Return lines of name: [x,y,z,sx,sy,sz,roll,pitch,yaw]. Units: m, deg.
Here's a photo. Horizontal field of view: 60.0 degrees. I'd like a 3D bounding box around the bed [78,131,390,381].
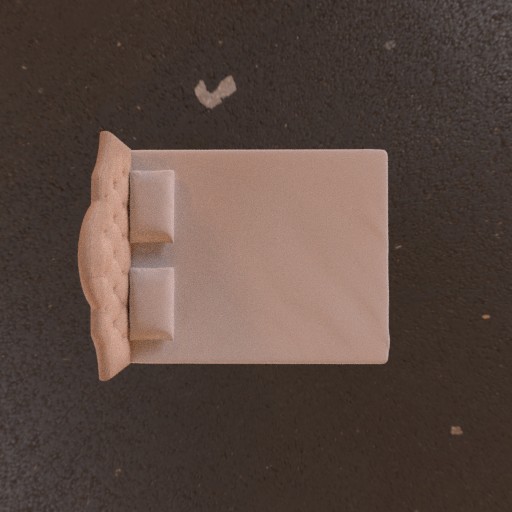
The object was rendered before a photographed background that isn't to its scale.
bed: [0.000,0.000,3.033,1.970,1.194,1.667,0,89,1]
